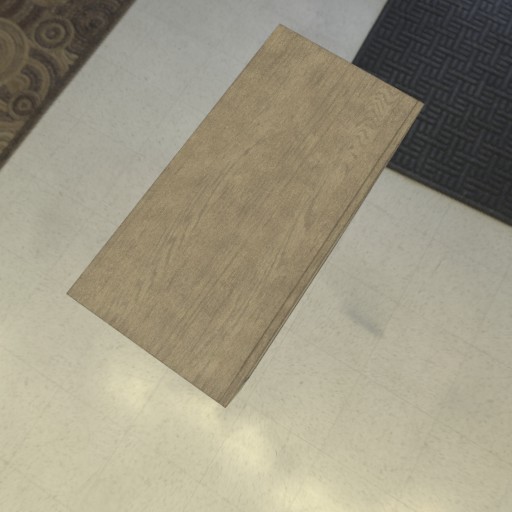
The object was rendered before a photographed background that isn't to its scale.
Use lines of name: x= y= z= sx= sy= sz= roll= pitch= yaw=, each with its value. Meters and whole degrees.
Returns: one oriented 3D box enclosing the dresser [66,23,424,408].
dresser: x=0.000 y=0.000 z=1.789 sx=0.483 sy=1.295 sz=0.967 roll=33 pitch=78 yaw=8
